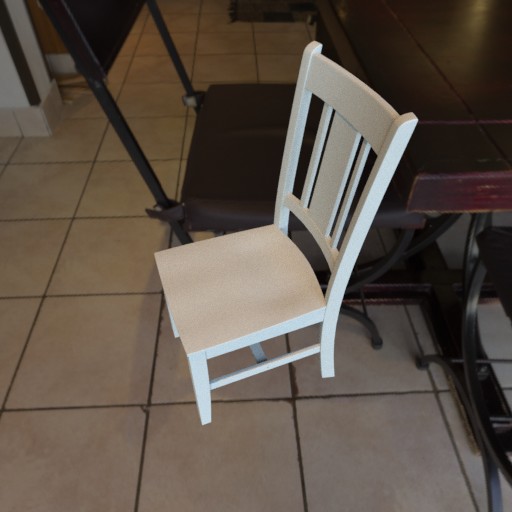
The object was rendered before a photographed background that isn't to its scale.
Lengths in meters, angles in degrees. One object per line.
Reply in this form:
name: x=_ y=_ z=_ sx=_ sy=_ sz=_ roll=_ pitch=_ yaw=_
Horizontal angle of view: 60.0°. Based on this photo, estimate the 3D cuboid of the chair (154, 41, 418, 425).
chair: x=0.000 y=0.000 z=1.304 sx=0.555 sy=0.998 sz=0.450 roll=-15 pitch=47 yaw=-15
